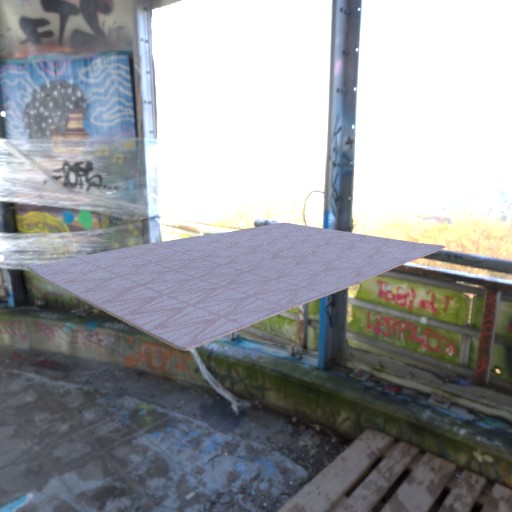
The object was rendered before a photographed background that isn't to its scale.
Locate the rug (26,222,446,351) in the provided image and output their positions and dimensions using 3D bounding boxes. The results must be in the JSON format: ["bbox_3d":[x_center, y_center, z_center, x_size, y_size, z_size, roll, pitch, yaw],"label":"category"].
[{"bbox_3d":[0.000,0.000,2.283,1.230,0.025,1.837,13,19,43],"label":"rug"}]
